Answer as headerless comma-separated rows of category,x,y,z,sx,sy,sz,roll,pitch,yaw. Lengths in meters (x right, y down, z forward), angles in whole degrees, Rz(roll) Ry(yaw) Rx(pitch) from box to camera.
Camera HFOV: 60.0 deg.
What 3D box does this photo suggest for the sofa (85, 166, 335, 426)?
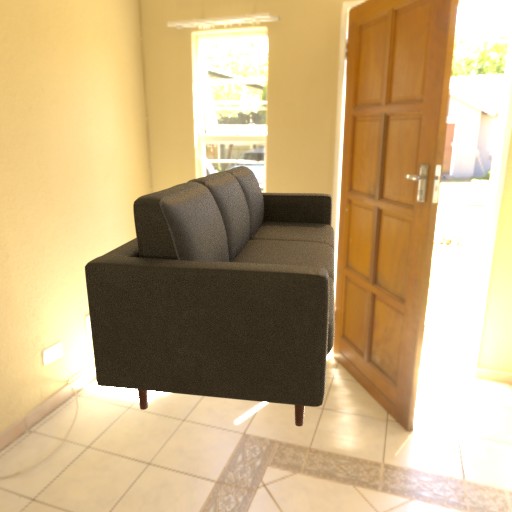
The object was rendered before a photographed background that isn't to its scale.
sofa,0.000,0.000,2.498,0.879,0.899,2.029,3,16,9
